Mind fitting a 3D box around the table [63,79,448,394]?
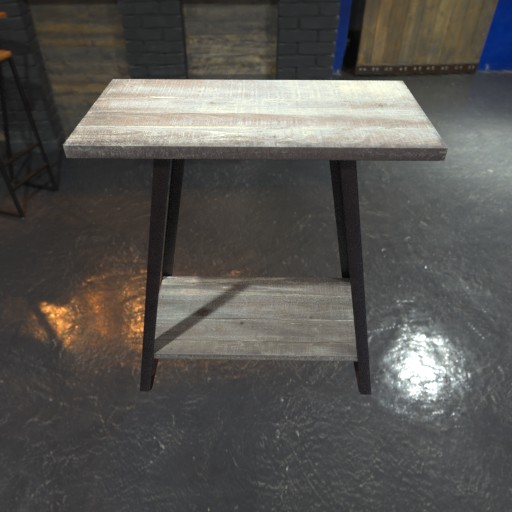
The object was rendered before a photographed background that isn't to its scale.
[{"bbox_3d":[0.000,0.000,1.028,0.599,0.701,0.300,1,40,1],"label":"table"}]
